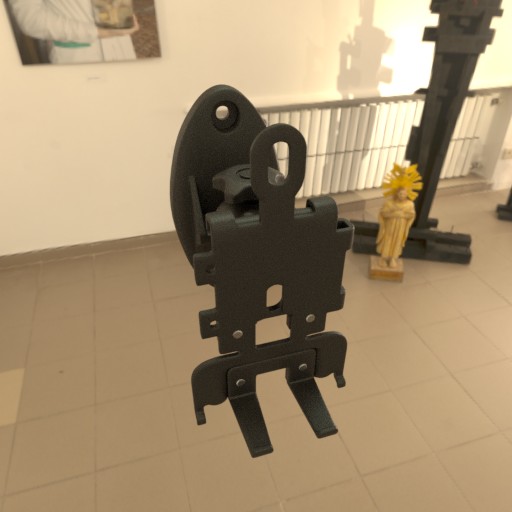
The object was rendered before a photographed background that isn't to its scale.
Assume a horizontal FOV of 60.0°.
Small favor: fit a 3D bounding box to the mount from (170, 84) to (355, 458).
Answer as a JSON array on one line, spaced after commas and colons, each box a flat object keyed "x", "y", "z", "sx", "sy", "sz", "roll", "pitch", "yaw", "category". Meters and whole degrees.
[{"x": 0.000, "y": 0.000, "z": 0.175, "sx": 0.066, "sy": 0.118, "sz": 0.100, "roll": -10, "pitch": 35, "yaw": -14, "category": "mount"}]
